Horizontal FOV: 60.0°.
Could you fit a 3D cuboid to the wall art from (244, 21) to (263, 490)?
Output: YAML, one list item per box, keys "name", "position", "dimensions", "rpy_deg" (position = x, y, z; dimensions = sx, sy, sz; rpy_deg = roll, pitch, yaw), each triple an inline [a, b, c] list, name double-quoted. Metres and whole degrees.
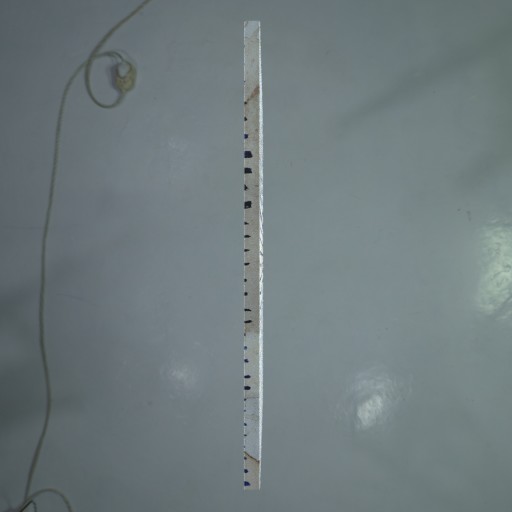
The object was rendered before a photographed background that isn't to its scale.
- name: "wall art"
  position: [0.000, 0.000, 1.172]
  dimensions: [0.030, 0.609, 0.919]
  rpy_deg: [0, 89, 1]
